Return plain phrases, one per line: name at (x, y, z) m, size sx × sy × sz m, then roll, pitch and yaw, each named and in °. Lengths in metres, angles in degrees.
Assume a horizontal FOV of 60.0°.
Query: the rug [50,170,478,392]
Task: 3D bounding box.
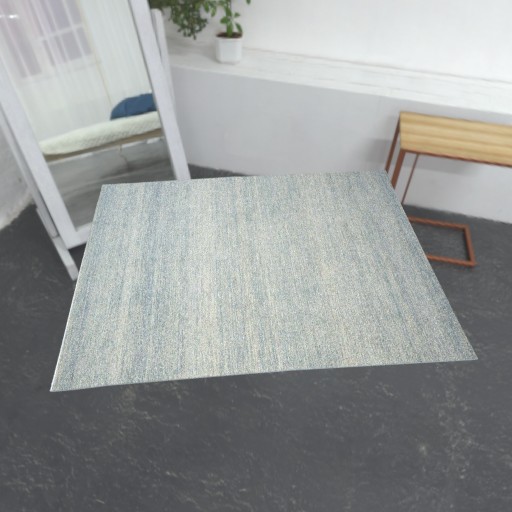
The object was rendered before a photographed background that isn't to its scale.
rug at (0.000, 0.000, 4.165) m, size 3.237 × 0.046 × 2.461 m, roll -3°, pitch 47°, yaw -3°
